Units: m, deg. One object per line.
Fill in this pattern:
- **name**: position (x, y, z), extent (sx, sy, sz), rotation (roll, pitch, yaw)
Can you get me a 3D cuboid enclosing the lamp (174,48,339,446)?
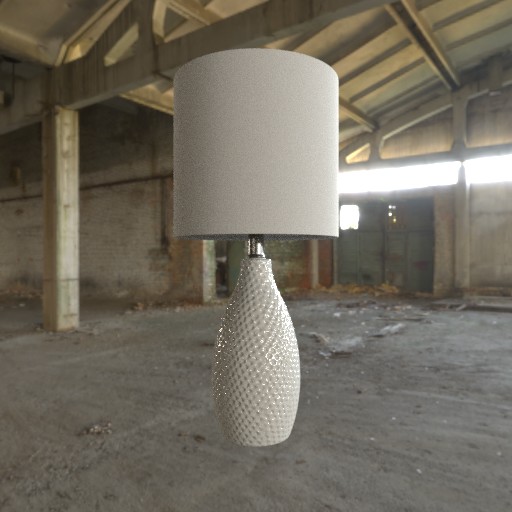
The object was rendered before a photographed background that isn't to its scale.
- **lamp**: position (0.000, 0.000, 0.587), extent (0.214, 0.466, 0.214), rotation (0, 0, 35)
